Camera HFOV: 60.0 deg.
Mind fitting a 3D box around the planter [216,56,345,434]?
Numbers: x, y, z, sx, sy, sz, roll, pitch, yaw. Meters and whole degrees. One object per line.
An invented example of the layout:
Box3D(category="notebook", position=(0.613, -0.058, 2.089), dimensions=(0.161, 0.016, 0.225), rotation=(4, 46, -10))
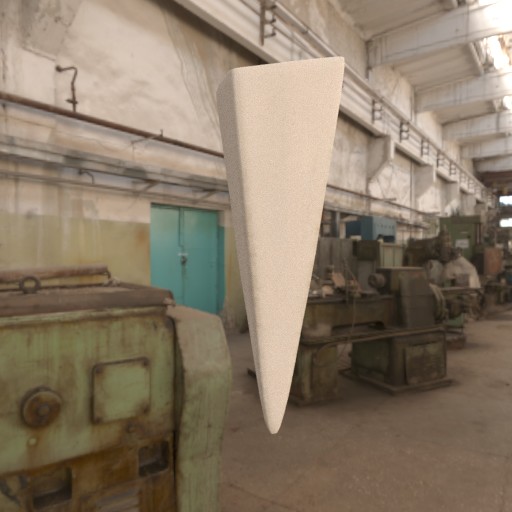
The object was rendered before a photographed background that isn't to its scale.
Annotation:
Box3D(category="planter", position=(0.000, 0.000, 0.396), dimensions=(0.143, 0.338, 0.065), rotation=(1, 1, 37))
